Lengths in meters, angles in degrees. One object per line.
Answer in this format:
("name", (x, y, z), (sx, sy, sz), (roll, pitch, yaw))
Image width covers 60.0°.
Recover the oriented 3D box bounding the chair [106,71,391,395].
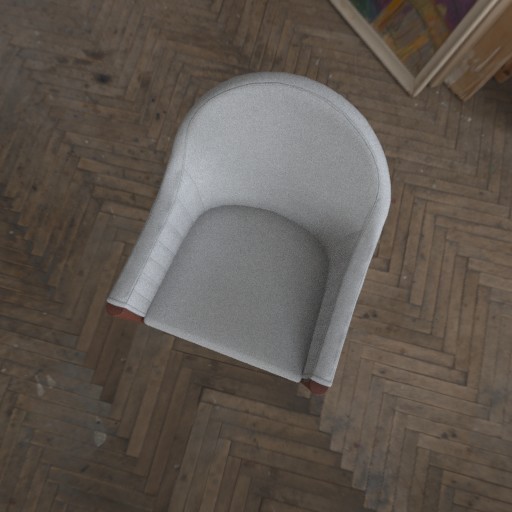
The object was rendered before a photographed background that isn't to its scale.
("chair", (0.000, 0.000, 1.312), (0.610, 0.889, 0.620), (20, 76, 5))
